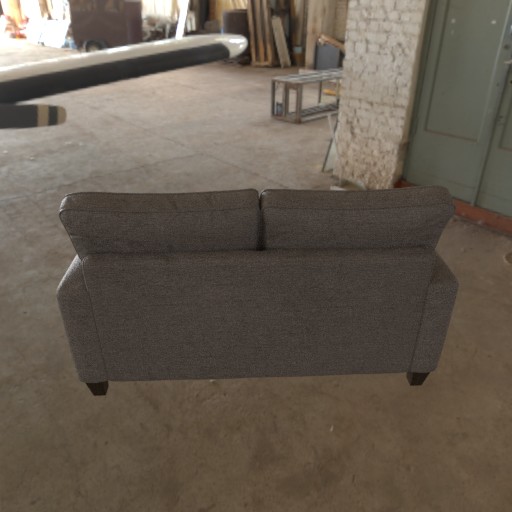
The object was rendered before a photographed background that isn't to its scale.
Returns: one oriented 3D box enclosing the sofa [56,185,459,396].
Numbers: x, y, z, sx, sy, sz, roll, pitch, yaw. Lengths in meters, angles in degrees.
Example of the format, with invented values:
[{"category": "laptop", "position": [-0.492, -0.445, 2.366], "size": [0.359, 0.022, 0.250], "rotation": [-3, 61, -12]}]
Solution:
[{"category": "sofa", "position": [0.000, 0.000, 2.221], "size": [1.651, 0.965, 0.965], "rotation": [-1, 30, -2]}]
